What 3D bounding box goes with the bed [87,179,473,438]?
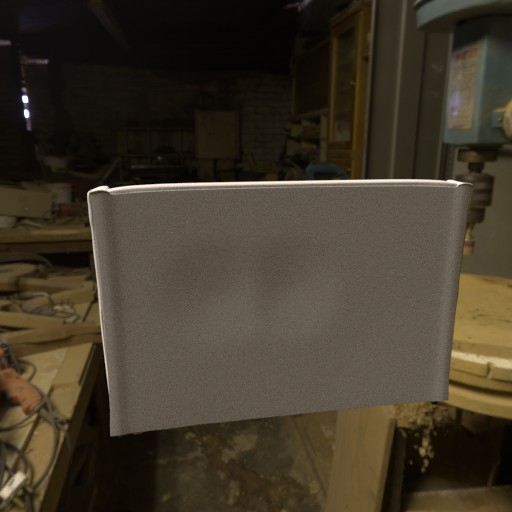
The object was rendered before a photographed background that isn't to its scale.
[{"bbox_3d":[0.000,0.000,3.357,1.925,1.332,2.276,-3,15,-9],"label":"bed"}]
